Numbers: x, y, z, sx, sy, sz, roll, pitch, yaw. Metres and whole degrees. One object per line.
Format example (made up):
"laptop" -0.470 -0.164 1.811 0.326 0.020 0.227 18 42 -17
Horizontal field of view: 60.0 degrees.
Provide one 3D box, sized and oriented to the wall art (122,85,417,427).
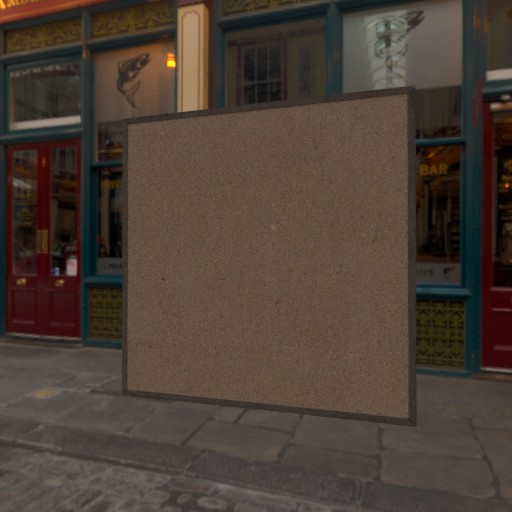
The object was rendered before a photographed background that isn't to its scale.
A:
"wall art" 0.000 0.000 1.124 0.762 0.762 0.038 0 -1 18
